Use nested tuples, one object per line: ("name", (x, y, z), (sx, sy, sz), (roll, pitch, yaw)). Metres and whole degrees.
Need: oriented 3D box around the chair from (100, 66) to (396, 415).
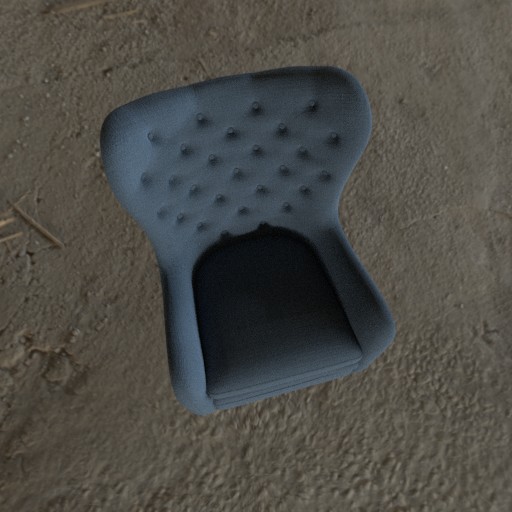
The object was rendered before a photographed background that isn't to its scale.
("chair", (0.000, 0.000, 1.712), (0.831, 1.079, 0.930), (-14, 65, -7))
